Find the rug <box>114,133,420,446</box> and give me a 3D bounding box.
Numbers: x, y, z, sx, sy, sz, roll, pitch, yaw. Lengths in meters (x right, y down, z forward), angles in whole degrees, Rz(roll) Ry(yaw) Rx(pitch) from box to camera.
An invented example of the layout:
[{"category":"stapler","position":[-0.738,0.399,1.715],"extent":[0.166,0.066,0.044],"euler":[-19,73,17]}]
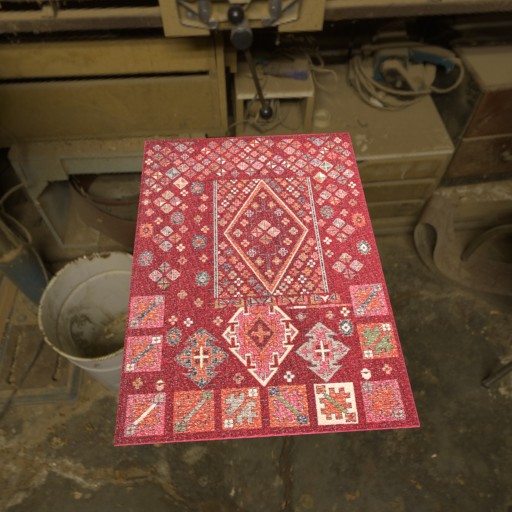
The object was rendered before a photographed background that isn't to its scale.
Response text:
[{"category":"rug","position":[0.000,0.000,2.851],"extent":[1.579,0.007,2.184],"euler":[-3,58,-2]}]
